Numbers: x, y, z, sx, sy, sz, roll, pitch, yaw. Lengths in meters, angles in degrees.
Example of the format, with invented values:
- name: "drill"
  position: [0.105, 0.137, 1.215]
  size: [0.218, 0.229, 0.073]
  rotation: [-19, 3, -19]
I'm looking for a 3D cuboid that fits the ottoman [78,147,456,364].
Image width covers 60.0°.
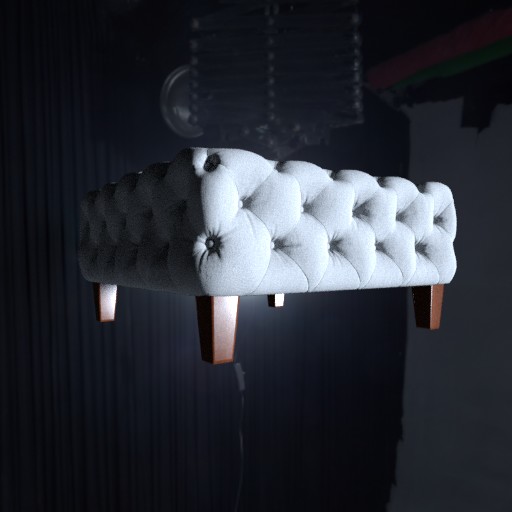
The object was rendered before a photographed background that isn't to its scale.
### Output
- name: "ottoman"
  position: [0.000, 0.000, 1.188]
  size: [0.764, 0.365, 0.758]
  rotation: [0, -1, -36]
